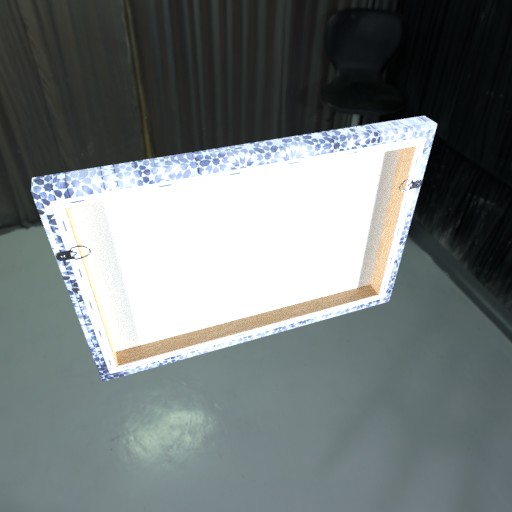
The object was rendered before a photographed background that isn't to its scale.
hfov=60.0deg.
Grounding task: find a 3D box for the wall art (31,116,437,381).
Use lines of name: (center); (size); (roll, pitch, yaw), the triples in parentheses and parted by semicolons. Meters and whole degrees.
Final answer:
wall art: (0.000, 0.000, 1.156); (0.911, 0.608, 0.057); (-13, 41, -15)
